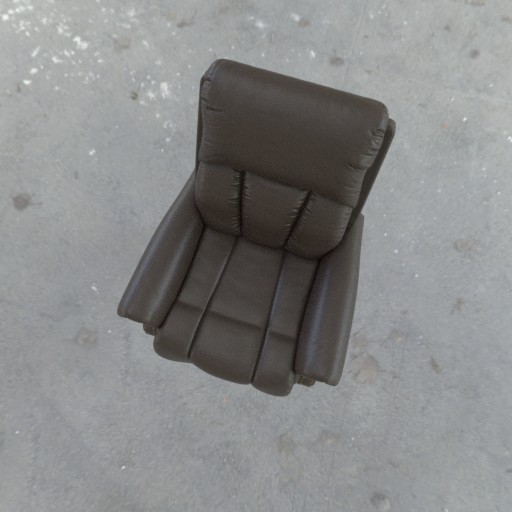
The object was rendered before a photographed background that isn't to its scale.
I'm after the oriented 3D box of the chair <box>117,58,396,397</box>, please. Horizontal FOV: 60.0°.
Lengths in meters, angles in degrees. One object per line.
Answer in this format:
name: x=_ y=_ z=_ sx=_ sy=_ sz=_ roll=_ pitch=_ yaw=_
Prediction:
chair: x=0.000 y=0.000 z=1.737 sx=0.869 sy=1.028 sz=0.978 roll=17 pitch=76 yaw=4
